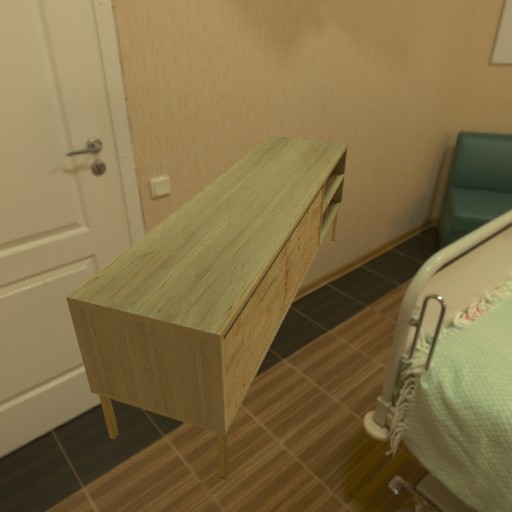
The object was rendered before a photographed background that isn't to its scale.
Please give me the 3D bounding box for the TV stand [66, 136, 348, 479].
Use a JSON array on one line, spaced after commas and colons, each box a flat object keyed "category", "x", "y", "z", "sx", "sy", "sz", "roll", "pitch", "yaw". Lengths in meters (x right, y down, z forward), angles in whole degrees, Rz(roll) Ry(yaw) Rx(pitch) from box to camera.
[{"category": "TV stand", "x": 0.000, "y": 0.000, "z": 1.829, "sx": 0.420, "sy": 0.550, "sz": 1.600, "roll": 10, "pitch": 32, "yaw": 17}]
